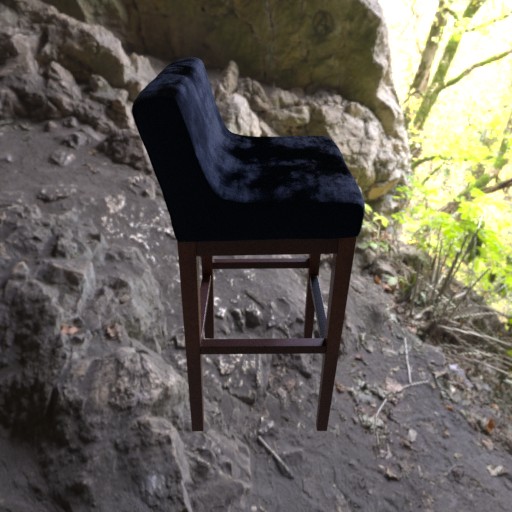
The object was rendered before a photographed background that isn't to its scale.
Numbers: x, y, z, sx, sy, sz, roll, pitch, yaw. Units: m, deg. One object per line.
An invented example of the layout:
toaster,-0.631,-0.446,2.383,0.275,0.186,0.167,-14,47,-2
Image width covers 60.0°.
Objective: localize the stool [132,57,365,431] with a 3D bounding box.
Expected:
stool,0.000,0.000,1.327,0.500,1.037,0.511,0,32,0
